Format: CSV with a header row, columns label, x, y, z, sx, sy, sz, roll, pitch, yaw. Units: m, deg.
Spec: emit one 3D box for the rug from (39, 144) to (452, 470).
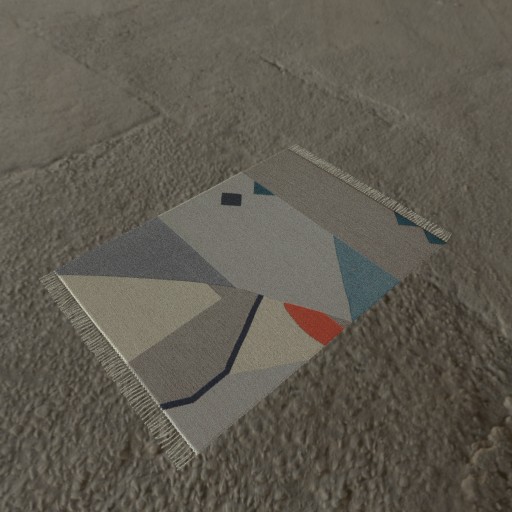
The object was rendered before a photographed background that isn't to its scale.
label,x,y,z,sx,sy,sz,roll,pitch,yaw
rug,0.000,0.000,2.314,1.828,0.005,1.220,-33,55,-27
